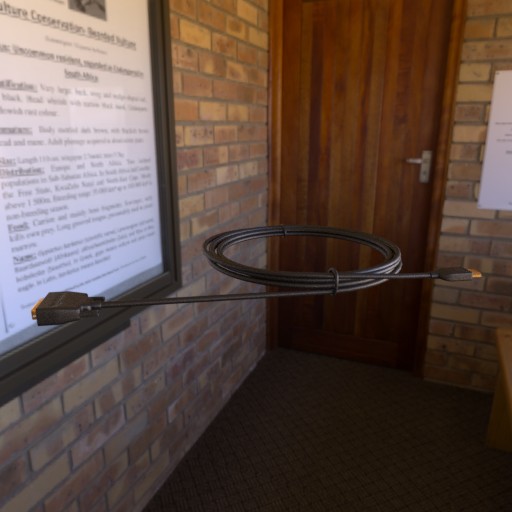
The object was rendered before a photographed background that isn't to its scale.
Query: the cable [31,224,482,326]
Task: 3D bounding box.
[{"bbox_3d":[0.000,0.000,0.517,0.422,0.030,0.257,-3,16,-9],"label":"cable"}]
